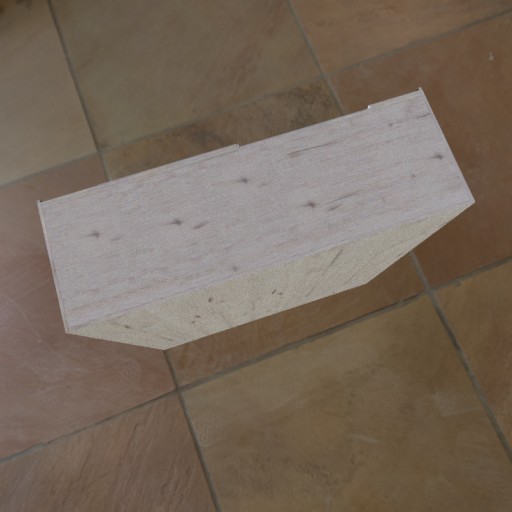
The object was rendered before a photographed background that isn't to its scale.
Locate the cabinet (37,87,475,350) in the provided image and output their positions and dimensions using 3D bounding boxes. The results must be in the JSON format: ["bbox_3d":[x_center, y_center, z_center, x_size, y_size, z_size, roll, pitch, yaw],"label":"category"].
[{"bbox_3d":[0.000,0.000,3.185,2.000,2.180,0.660,-18,77,-4],"label":"cabinet"}]
